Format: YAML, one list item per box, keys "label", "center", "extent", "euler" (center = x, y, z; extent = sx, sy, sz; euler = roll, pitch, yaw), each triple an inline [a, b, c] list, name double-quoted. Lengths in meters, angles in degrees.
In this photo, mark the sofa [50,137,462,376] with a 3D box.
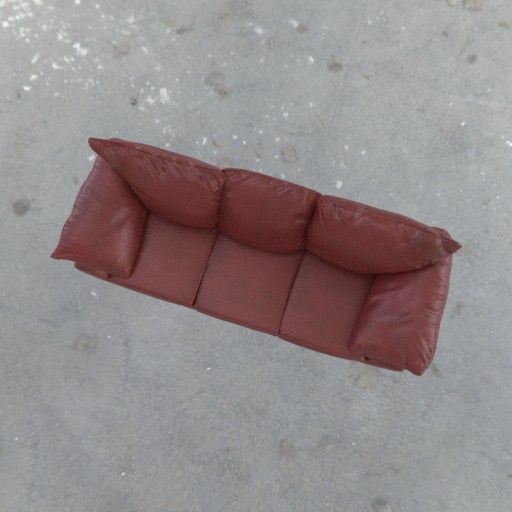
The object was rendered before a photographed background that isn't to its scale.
- label: "sofa"
  center: [0.000, 0.000, 2.901]
  extent: [2.390, 1.091, 0.907]
  euler: [17, 76, 4]
